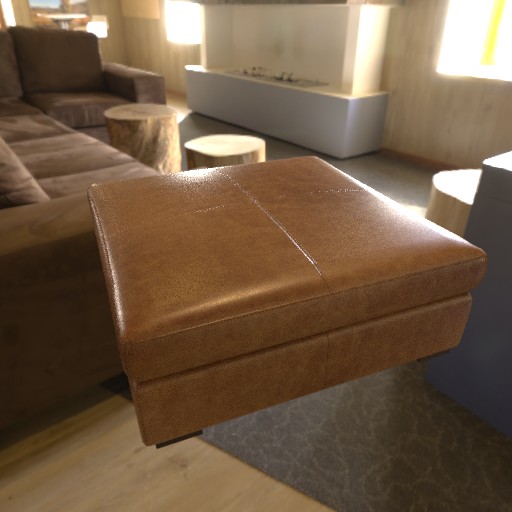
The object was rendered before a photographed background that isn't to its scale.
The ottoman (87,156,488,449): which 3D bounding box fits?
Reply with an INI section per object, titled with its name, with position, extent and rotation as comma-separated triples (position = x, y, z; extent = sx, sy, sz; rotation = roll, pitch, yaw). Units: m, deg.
[ottoman]
position = 0.000, 0.000, 1.785
extent = 1.168, 0.483, 1.169
rotation = -11, 31, -19
